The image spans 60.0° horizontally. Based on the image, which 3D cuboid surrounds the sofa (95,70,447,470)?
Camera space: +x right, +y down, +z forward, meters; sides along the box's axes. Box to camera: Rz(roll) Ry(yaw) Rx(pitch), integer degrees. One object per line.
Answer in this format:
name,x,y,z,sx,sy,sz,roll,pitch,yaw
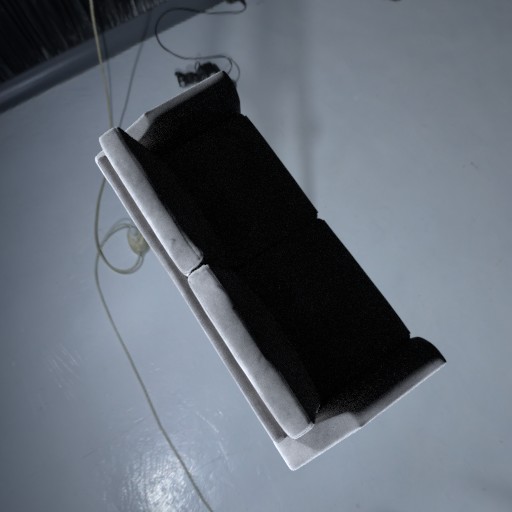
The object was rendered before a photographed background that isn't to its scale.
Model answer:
sofa,0.000,0.000,2.249,0.849,0.859,1.837,-33,77,-9
